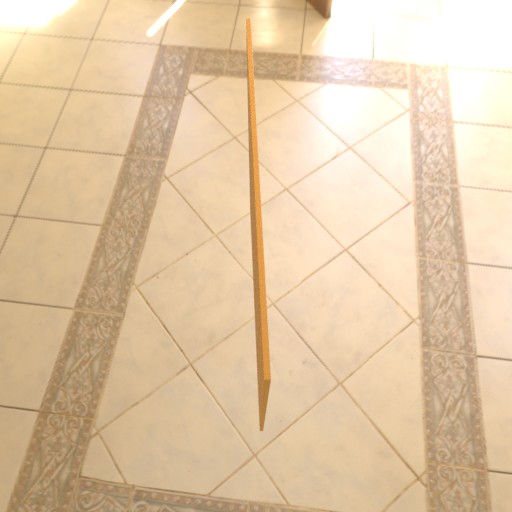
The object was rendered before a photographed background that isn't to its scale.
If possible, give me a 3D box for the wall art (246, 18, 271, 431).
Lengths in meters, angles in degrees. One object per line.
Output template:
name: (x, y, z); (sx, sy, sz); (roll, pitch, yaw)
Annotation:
wall art: (0.000, 0.000, 1.416); (0.013, 0.959, 0.962); (-2, 64, -1)
